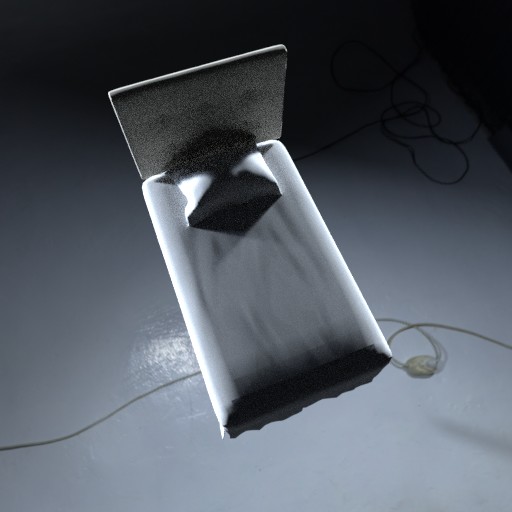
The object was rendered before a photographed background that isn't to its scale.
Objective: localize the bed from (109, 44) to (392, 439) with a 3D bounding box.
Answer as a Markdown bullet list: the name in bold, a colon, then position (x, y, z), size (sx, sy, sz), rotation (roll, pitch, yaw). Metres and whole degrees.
- **bed**: position (0.000, 0.000, 3.026), size (1.261, 1.571, 1.997), rotation (-19, 66, -9)
